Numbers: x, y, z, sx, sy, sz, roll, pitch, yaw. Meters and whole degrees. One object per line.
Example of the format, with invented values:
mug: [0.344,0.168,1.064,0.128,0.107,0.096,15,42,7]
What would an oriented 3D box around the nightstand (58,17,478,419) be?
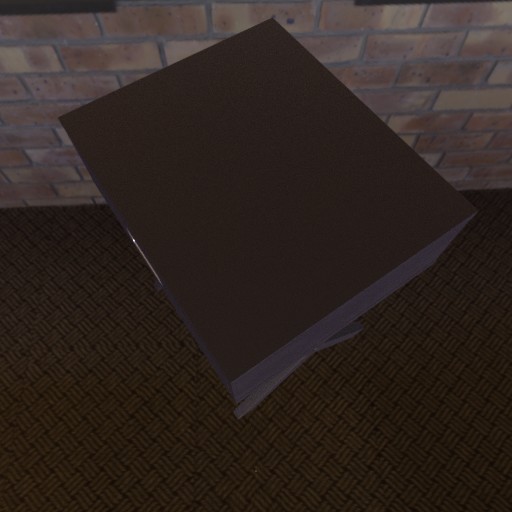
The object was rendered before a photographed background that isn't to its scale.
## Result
nightstand: [0.000,0.000,0.915,0.402,0.623,0.479,-32,68,-14]
